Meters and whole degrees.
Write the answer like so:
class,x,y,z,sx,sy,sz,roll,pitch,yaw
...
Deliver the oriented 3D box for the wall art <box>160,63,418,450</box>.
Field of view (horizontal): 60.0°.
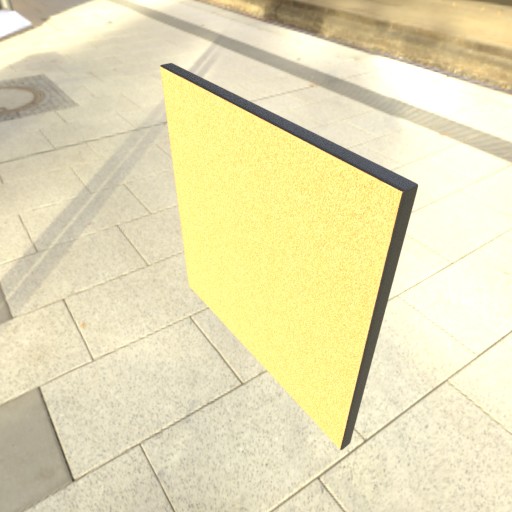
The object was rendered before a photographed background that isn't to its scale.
class,x,y,z,sx,sy,sz,roll,pitch,yaw
wall art,0.000,0.000,0.672,0.022,0.453,0.456,-25,46,-28
